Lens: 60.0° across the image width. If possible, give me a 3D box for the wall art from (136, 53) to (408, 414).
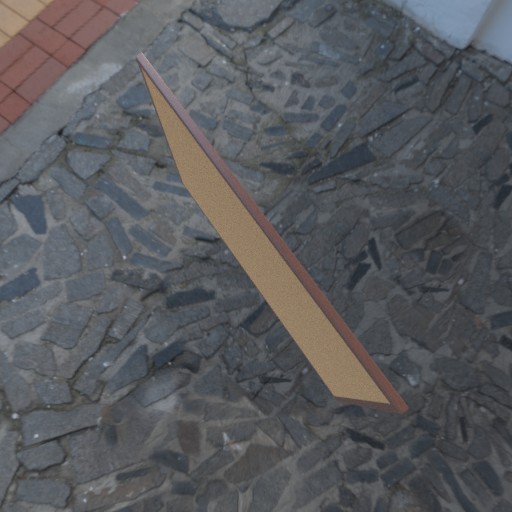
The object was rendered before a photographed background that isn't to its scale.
[{"bbox_3d":[0.000,0.000,0.854,0.014,0.455,0.660,-34,77,-9],"label":"wall art"}]
